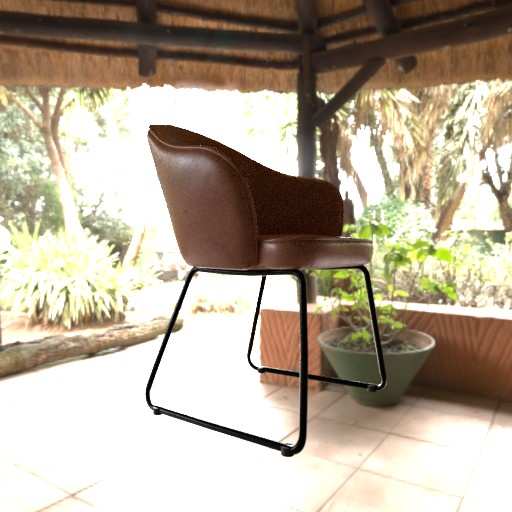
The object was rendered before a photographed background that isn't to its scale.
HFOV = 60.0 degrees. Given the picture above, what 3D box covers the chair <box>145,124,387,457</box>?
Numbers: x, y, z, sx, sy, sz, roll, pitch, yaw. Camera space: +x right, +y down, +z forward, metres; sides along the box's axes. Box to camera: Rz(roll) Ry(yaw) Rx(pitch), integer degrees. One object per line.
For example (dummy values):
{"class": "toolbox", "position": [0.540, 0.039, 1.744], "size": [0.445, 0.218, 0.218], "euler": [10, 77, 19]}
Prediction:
{"class": "chair", "position": [0.000, 0.000, 1.224], "size": [0.580, 0.785, 0.582], "euler": [1, 1, 34]}
